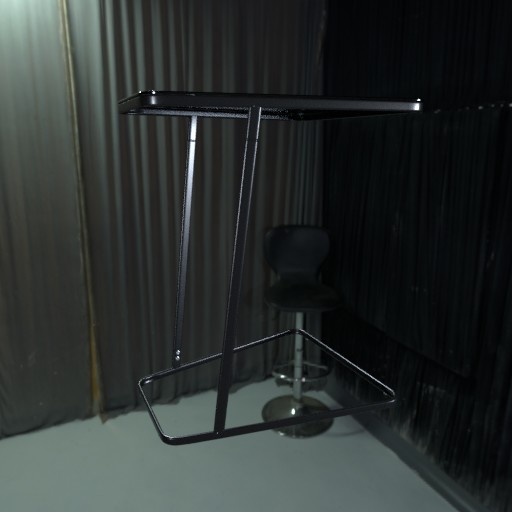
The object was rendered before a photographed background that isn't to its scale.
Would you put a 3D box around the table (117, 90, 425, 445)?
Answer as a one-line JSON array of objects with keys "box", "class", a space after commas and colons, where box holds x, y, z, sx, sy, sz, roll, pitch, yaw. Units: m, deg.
[{"box": [0.000, 0.000, 0.952, 0.500, 0.624, 0.427, -7, 16, -26], "class": "table"}]
